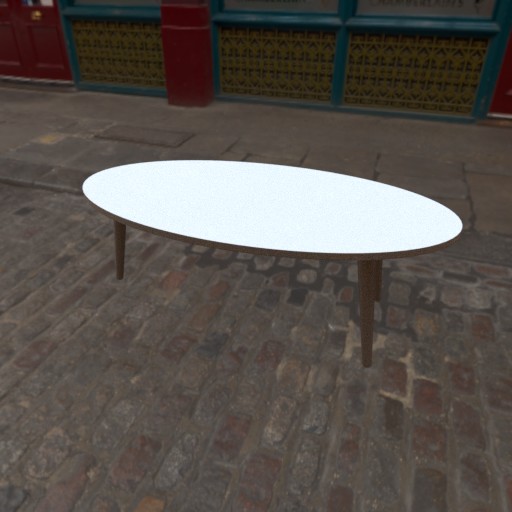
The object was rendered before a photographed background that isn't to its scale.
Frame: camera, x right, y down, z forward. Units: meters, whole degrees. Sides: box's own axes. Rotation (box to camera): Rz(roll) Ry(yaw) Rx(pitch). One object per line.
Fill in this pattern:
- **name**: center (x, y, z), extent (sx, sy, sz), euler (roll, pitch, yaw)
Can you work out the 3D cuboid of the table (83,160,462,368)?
- **table**: center (0.000, 0.000, 1.351), extent (1.083, 0.390, 0.542), euler (10, 33, 15)
